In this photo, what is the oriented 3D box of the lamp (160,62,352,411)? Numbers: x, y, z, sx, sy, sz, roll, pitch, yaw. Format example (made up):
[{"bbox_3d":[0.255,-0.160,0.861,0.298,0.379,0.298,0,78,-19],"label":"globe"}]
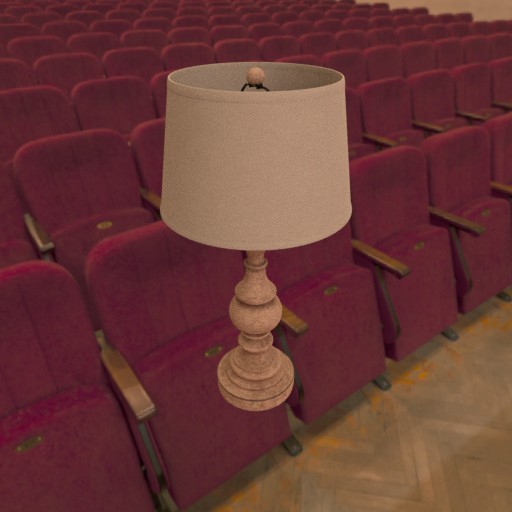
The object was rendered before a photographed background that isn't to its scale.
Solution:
[{"bbox_3d":[0.000,0.000,0.857,0.340,0.678,0.340,0,31,0],"label":"lamp"}]
